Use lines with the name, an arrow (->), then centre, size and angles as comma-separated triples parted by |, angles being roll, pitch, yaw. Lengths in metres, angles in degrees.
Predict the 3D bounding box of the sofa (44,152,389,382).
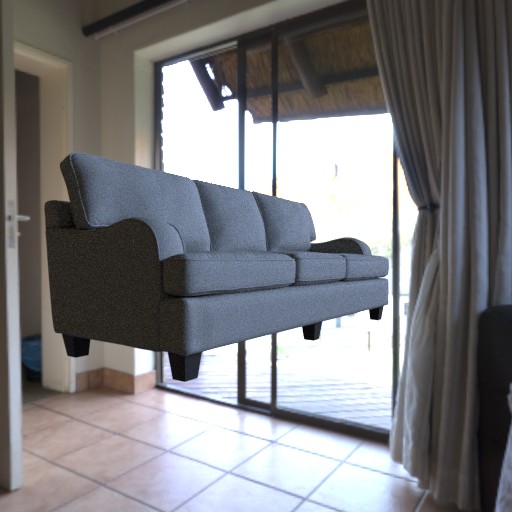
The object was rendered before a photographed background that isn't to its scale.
sofa -> 0.000, 0.000, 2.873 | 1.016, 0.997, 2.323 | 0, 0, 35
